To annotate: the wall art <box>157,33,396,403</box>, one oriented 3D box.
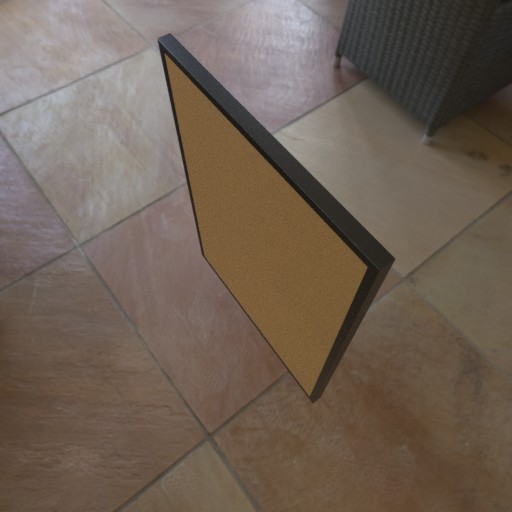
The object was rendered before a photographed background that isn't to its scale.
[{"bbox_3d":[0.000,0.000,1.401,0.039,1.061,0.804,-31,64,-17],"label":"wall art"}]
